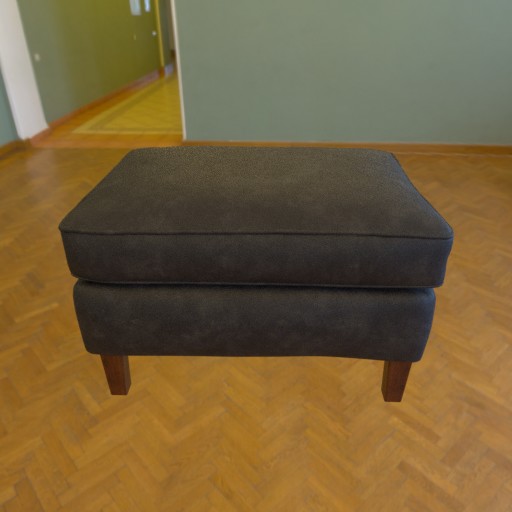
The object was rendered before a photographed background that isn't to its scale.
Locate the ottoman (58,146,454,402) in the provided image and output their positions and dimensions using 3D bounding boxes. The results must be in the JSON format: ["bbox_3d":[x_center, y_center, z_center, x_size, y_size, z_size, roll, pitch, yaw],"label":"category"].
[{"bbox_3d":[0.000,0.000,0.985,0.665,0.413,0.501,1,30,2],"label":"ottoman"}]
